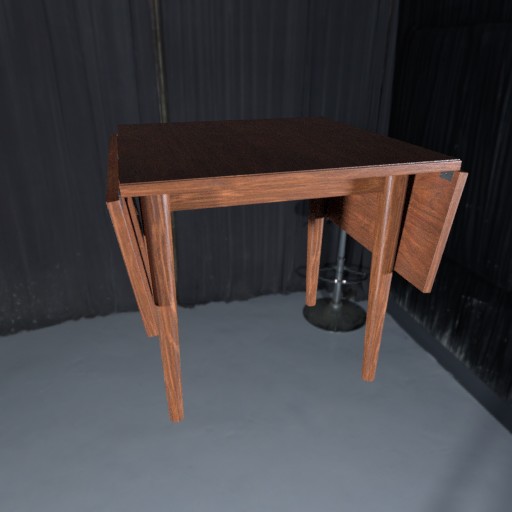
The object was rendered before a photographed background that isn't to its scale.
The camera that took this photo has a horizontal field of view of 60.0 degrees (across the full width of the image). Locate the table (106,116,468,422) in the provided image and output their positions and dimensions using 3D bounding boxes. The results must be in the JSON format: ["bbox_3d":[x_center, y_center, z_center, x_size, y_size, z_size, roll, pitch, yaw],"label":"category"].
[{"bbox_3d":[0.000,0.000,1.468,0.843,0.763,0.812,-7,26,-15],"label":"table"}]
